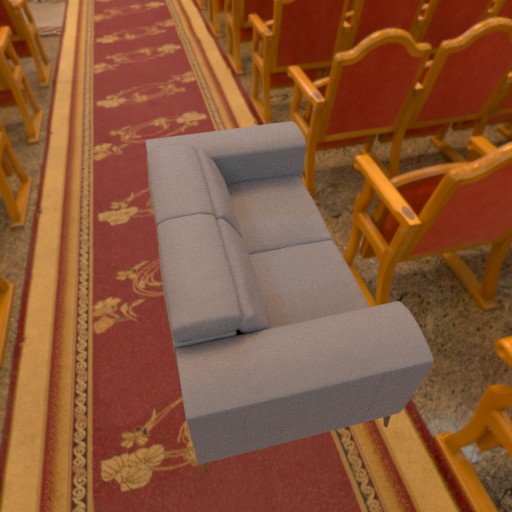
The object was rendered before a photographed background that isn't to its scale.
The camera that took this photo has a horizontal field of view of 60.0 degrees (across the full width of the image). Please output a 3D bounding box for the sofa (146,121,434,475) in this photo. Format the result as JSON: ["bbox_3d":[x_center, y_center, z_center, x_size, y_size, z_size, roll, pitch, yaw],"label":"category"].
[{"bbox_3d":[0.000,0.000,2.436,1.003,0.779,1.895,-10,47,-10],"label":"sofa"}]
